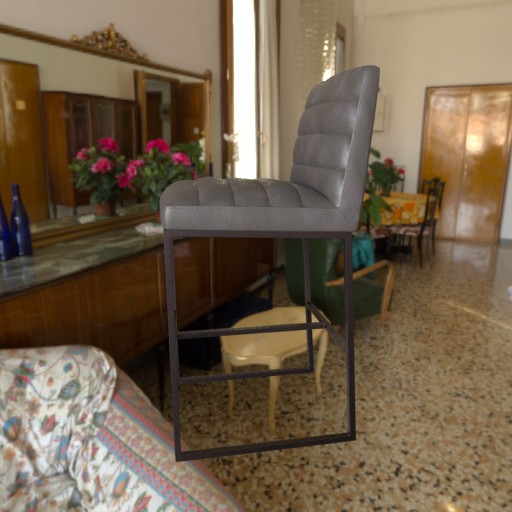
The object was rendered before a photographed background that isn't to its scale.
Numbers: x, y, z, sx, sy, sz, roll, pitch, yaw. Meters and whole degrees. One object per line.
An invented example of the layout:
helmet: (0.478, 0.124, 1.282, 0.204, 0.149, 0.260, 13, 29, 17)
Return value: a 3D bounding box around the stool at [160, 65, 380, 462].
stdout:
stool: (0.000, 0.000, 1.371, 0.562, 1.065, 0.463, -3, 14, -10)
